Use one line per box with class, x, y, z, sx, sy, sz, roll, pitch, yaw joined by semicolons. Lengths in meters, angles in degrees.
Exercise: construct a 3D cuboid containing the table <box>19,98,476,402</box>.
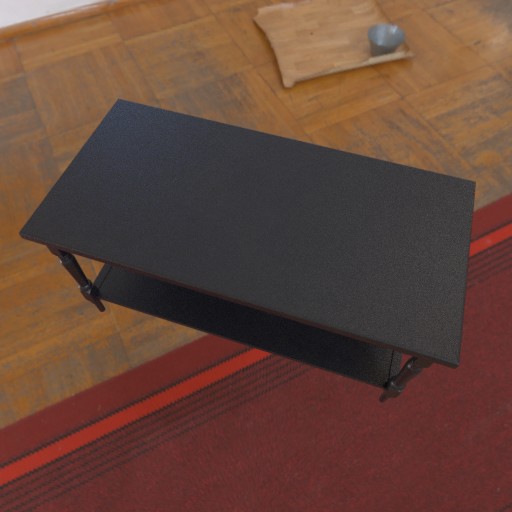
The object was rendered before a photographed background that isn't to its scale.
table;0.000;0.000;1.400;1.107;0.510;0.550;16;60;9
